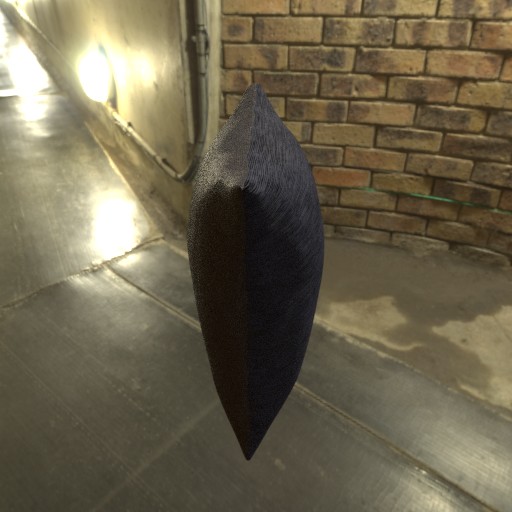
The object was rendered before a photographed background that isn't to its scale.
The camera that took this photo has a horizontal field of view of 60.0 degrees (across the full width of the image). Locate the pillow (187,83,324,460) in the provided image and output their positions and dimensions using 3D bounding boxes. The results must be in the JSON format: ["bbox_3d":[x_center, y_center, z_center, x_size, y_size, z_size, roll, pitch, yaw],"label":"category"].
[{"bbox_3d":[0.000,0.000,0.705,0.204,0.439,0.452,1,33,1],"label":"pillow"}]
